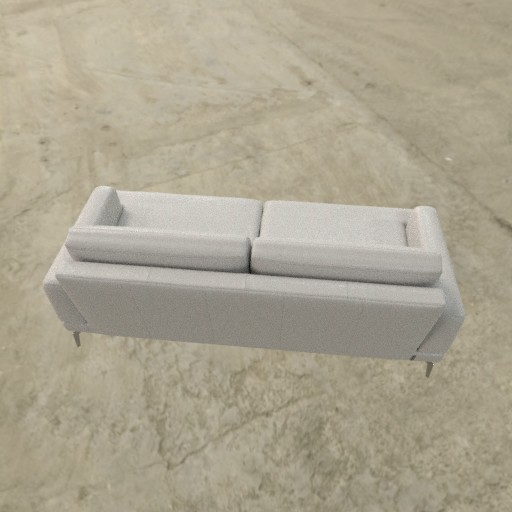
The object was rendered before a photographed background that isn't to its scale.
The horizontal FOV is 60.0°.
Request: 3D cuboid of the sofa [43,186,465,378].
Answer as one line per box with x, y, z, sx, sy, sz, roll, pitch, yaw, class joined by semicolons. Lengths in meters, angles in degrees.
0.000;0.000;2.361;1.940;0.765;0.974;4;47;4;sofa
